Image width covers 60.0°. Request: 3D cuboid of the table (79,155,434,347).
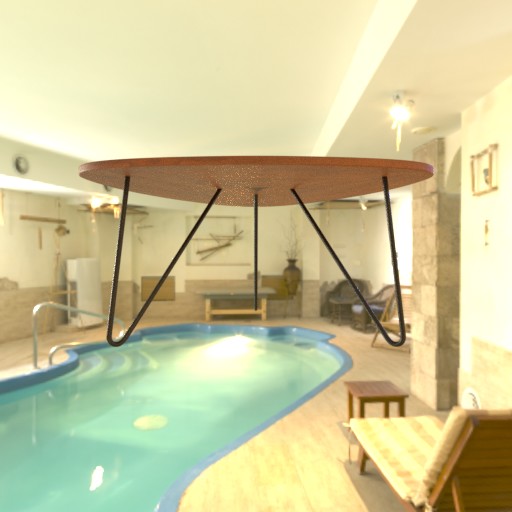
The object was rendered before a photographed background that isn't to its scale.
[{"bbox_3d":[0.000,0.000,1.306,0.833,0.413,0.821,0,0,0],"label":"table"}]
